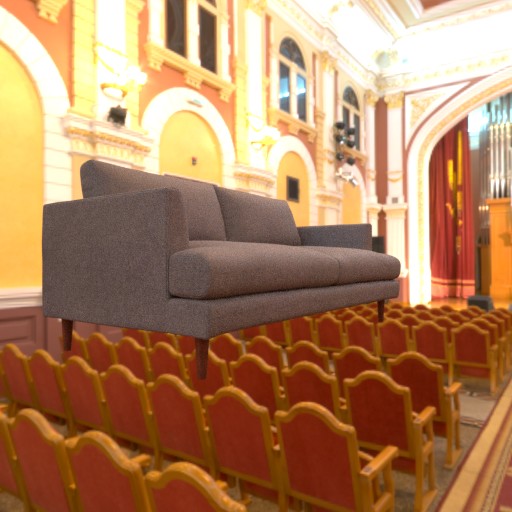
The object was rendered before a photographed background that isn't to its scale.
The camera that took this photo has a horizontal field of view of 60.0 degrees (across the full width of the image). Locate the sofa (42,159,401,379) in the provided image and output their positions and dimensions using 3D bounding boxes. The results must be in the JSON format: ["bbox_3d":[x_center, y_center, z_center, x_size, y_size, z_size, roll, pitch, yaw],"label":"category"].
[{"bbox_3d":[0.000,0.000,2.488,1.020,0.868,1.948,0,-1,36],"label":"sofa"}]
